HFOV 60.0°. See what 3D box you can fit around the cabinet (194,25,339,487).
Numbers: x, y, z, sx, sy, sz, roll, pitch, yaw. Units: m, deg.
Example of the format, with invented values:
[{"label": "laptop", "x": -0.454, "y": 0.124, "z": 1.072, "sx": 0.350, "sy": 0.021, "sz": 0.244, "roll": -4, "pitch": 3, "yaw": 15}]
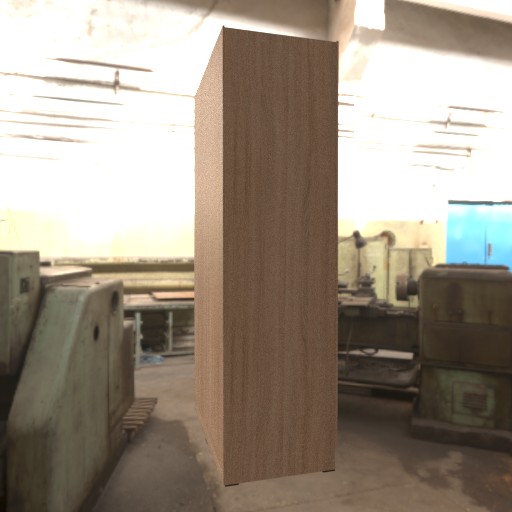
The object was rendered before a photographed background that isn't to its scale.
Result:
[{"label": "cabinet", "x": 0.000, "y": 0.000, "z": 2.593, "sx": 0.590, "sy": 2.121, "sz": 1.001, "roll": 0, "pitch": 1, "yaw": -15}]
